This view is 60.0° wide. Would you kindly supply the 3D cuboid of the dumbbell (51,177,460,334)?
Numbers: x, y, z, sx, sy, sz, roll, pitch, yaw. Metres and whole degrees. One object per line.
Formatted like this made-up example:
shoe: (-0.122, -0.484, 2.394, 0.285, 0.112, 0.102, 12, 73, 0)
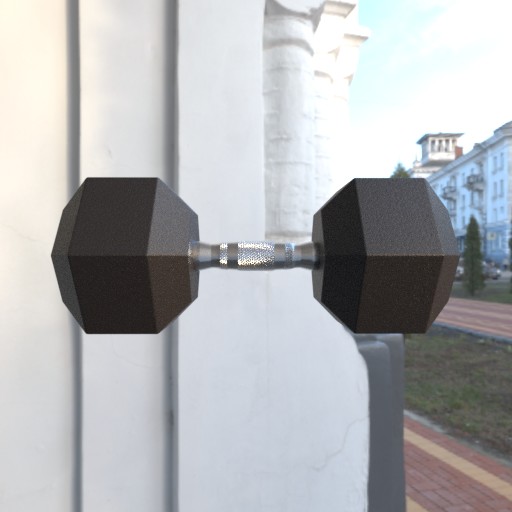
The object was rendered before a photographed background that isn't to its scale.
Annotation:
dumbbell: (0.000, 0.000, 0.467, 0.384, 0.150, 0.173, 0, 0, -1)
